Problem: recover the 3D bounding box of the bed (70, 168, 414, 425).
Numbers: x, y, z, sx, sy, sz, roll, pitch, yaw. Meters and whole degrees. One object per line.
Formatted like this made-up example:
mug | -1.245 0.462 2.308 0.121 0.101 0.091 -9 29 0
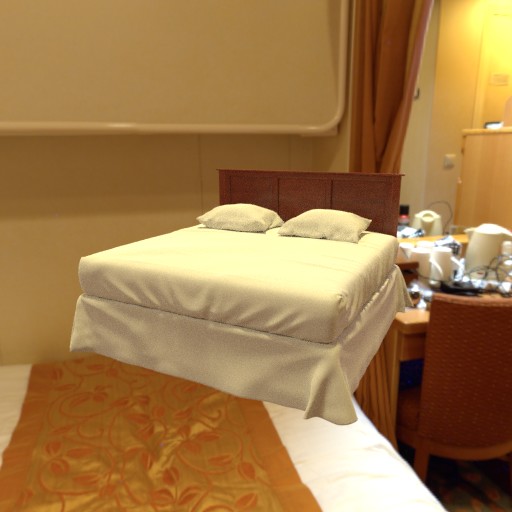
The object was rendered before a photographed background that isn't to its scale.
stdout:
bed | 0.000 0.000 3.682 2.314 1.271 2.219 7 16 26
